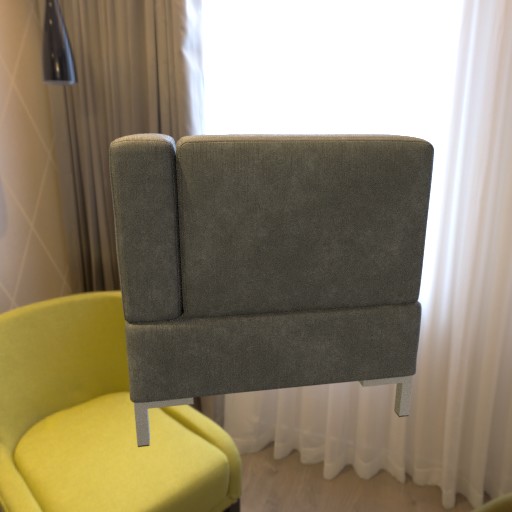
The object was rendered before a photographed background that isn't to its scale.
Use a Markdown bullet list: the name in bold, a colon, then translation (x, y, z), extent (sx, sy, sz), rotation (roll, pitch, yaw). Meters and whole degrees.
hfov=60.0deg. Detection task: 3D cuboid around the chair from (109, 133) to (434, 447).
- **chair**: translation (0.000, 0.000, 1.238), extent (0.680, 0.660, 0.680), rotation (-3, 16, -10)
